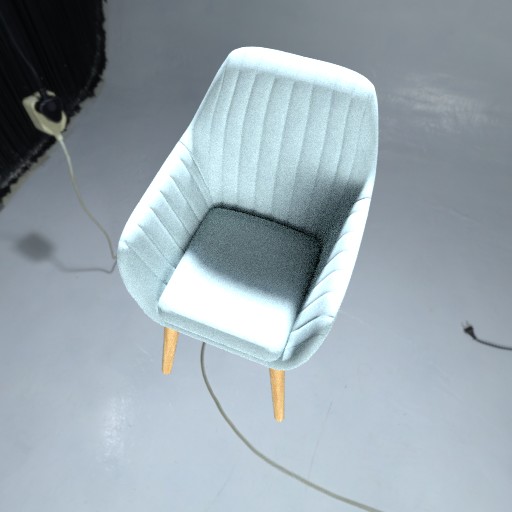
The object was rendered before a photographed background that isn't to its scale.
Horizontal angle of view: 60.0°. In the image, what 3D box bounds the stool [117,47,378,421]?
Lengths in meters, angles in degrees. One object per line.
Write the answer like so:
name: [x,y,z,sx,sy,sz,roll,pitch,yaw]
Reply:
stool: [0.000,0.000,1.200,0.503,0.830,0.590,19,60,11]
